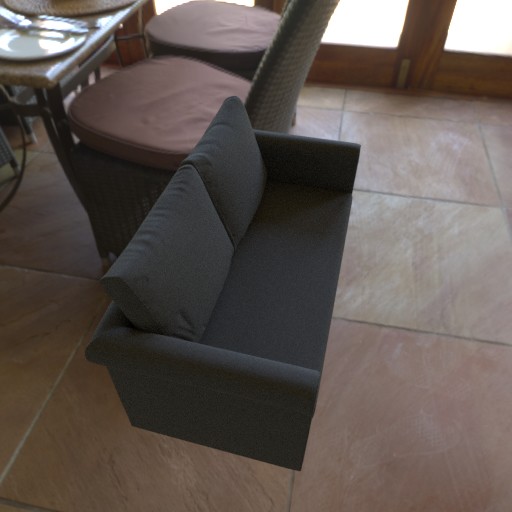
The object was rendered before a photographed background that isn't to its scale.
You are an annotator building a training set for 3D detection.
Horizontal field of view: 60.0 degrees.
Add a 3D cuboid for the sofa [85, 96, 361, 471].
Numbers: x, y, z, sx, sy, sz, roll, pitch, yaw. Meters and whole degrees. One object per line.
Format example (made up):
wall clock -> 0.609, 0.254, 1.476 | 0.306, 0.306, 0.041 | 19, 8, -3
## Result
sofa -> 0.000, 0.000, 1.954 | 0.741, 0.872, 1.460 | 11, 46, 10
